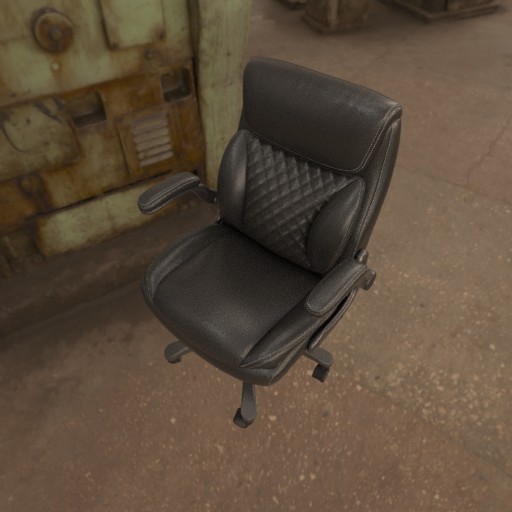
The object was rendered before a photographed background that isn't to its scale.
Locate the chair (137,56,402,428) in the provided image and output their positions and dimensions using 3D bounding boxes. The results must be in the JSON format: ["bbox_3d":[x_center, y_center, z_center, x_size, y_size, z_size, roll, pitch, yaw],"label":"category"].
[{"bbox_3d":[0.000,0.000,1.580,0.782,1.110,0.724,30,54,26],"label":"chair"}]
